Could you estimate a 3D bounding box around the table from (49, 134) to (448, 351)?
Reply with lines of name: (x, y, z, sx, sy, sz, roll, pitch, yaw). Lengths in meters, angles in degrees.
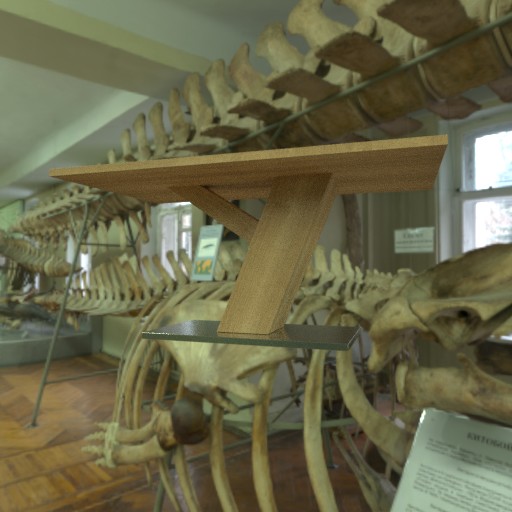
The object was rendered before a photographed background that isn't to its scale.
table: (0.000, 0.000, 2.095, 1.600, 0.750, 0.900, 0, -1, 19)
